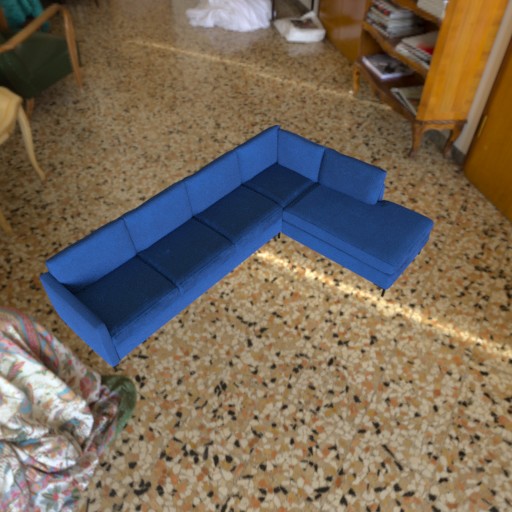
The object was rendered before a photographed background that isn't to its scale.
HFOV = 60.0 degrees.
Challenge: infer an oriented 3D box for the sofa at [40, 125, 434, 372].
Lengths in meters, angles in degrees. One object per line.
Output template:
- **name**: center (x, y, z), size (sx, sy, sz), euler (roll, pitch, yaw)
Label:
- **sofa**: center (0.000, 0.000, 3.300), size (1.707, 0.687, 2.486), euler (31, 53, 28)
